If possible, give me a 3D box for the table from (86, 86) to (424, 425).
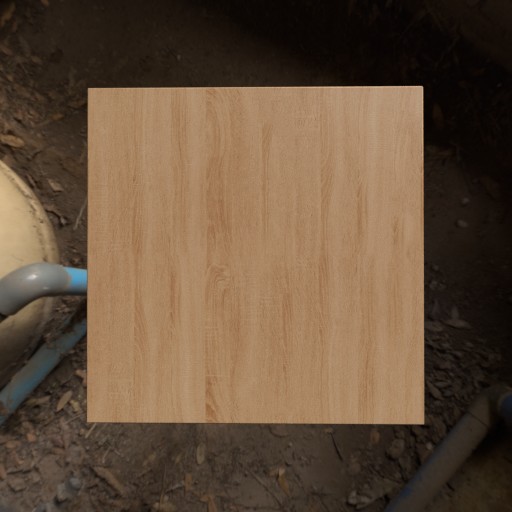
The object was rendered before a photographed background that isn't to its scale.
[{"bbox_3d":[0.000,0.000,1.145,0.700,0.450,0.700,0,89,1],"label":"table"}]
